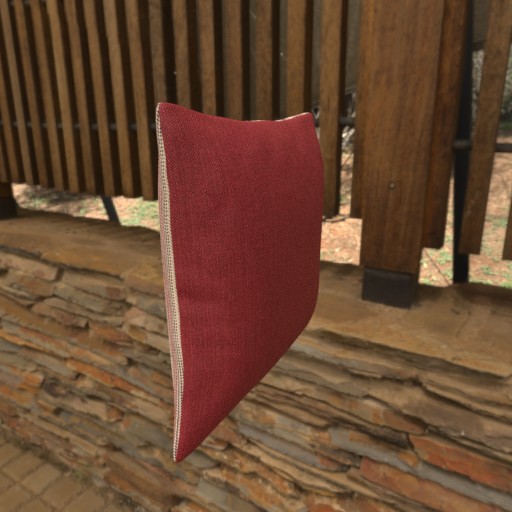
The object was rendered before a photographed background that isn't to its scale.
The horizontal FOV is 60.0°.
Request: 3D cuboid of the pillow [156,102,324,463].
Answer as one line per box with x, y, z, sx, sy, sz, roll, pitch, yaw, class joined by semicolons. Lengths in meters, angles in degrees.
0.000;0.000;0.789;0.166;0.497;0.513;8;18;25;pillow
